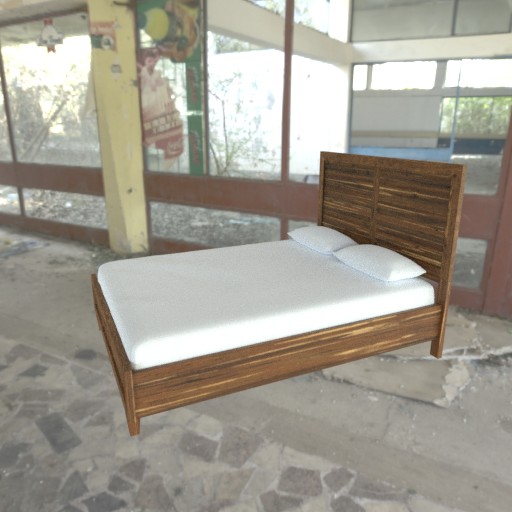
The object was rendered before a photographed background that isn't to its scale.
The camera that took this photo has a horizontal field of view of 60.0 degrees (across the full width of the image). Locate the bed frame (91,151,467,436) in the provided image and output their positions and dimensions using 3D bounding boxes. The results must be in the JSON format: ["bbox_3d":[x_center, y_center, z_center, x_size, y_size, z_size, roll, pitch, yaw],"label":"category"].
[{"bbox_3d":[0.000,0.000,3.383,2.276,1.417,1.696,-8,18,-24],"label":"bed frame"}]
